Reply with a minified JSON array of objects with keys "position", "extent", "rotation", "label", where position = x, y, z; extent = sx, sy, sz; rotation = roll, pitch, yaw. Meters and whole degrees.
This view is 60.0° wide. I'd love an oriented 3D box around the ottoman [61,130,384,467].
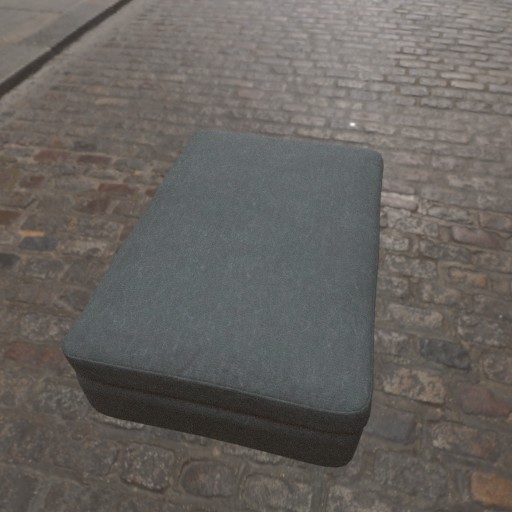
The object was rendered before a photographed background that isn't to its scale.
[{"position":[0.000,0.000,1.588],"extent":[0.840,0.429,1.199],"rotation":[9,46,9],"label":"ottoman"}]
